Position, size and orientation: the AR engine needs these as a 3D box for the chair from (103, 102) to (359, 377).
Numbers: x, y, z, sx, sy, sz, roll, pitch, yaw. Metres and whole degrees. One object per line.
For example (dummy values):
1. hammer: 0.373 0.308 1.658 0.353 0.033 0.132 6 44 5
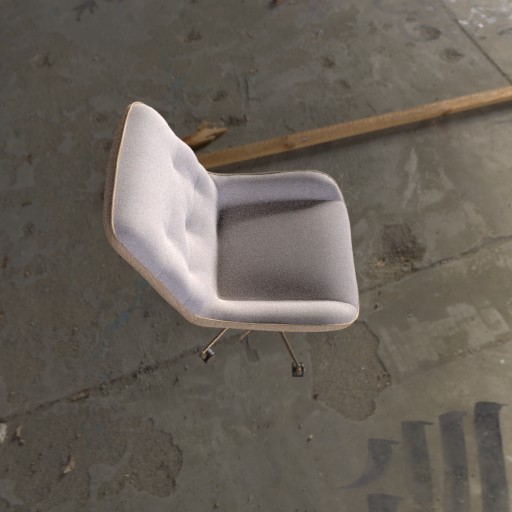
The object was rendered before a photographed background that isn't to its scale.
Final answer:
1. chair: 0.000 0.000 1.395 0.668 0.952 0.564 0 63 0
